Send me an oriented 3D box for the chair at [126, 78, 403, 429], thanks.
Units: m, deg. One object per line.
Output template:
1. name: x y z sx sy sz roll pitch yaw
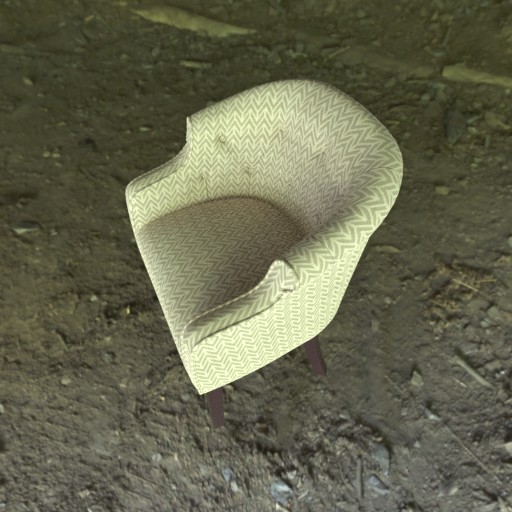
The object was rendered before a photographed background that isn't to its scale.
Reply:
1. chair: 0.000 0.000 1.313 0.613 0.858 0.686 -19 50 -16
